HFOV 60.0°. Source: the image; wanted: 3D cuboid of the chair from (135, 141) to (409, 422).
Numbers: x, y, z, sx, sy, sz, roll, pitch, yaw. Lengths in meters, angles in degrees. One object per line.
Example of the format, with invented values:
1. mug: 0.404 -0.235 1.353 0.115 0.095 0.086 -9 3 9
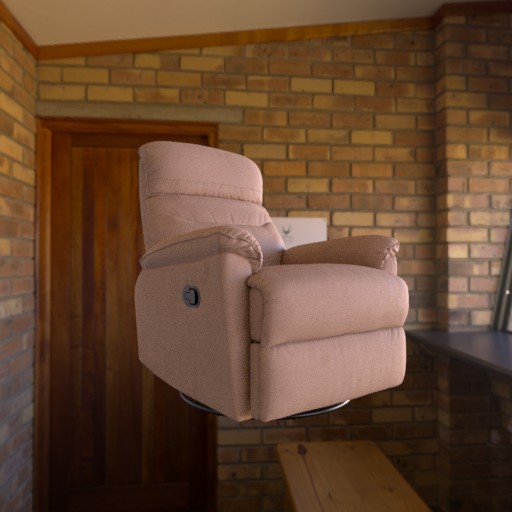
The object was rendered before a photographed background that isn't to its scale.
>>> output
1. chair: 0.000 0.000 1.752 0.820 1.037 1.004 1 -1 -37
